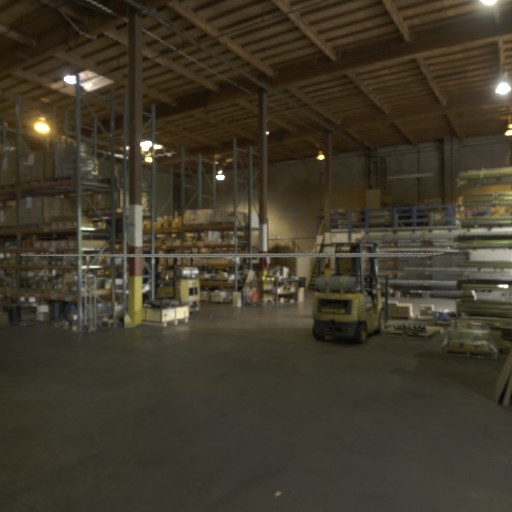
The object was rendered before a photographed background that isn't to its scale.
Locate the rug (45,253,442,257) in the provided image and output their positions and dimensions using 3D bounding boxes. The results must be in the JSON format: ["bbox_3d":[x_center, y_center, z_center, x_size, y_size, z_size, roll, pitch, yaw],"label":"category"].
[{"bbox_3d":[0.000,0.000,4.109,3.037,0.004,2.453,0,-1,18],"label":"rug"}]
